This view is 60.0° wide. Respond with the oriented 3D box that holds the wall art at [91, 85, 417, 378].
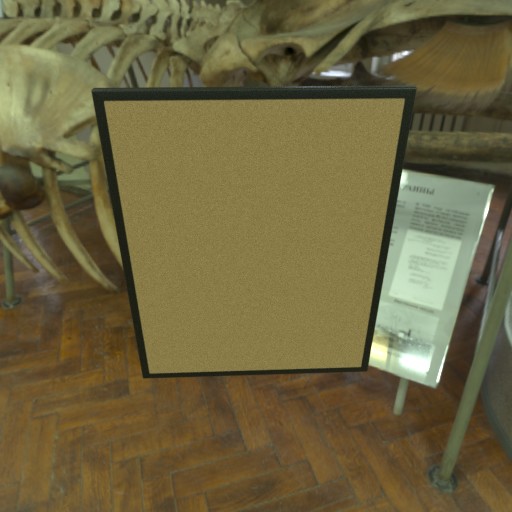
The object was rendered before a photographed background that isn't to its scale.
[{"bbox_3d":[0.000,0.000,0.807,0.481,0.582,0.018,-1,31,-2],"label":"wall art"}]
